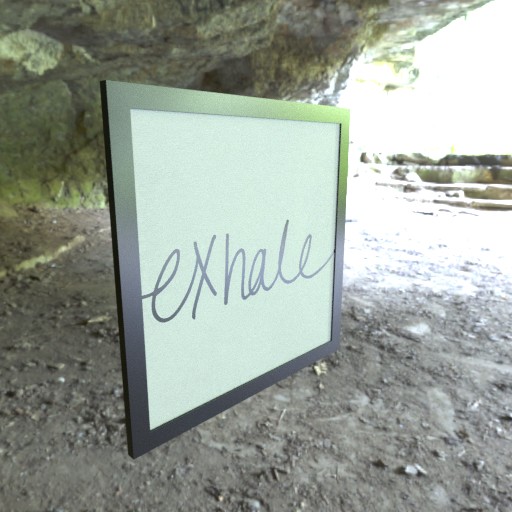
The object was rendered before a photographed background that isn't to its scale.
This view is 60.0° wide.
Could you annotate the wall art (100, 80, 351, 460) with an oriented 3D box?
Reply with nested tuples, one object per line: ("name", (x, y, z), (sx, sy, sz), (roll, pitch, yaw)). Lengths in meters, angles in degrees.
("wall art", (0.000, 0.000, 0.658), (0.014, 0.445, 0.446), (13, 19, 43))
